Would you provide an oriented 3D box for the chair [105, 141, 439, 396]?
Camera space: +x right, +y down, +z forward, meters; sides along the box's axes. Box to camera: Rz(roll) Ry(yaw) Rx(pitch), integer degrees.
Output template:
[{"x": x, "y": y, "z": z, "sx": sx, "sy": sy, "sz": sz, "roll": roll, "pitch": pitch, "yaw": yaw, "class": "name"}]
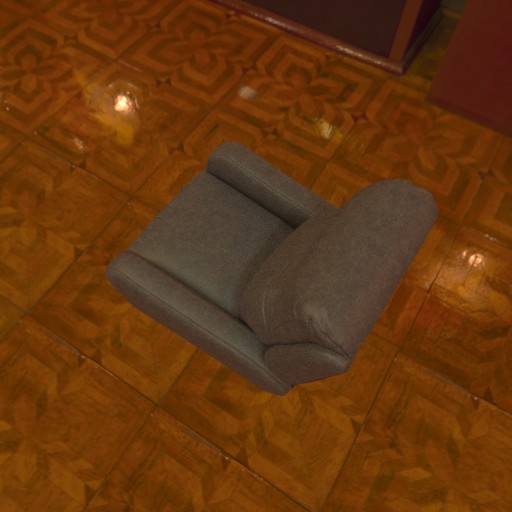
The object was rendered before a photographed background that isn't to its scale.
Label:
[{"x": 0.000, "y": 0.000, "z": 1.859, "sx": 1.067, "sy": 1.067, "sz": 0.865, "roll": 31, "pitch": 67, "yaw": 15, "class": "chair"}]
